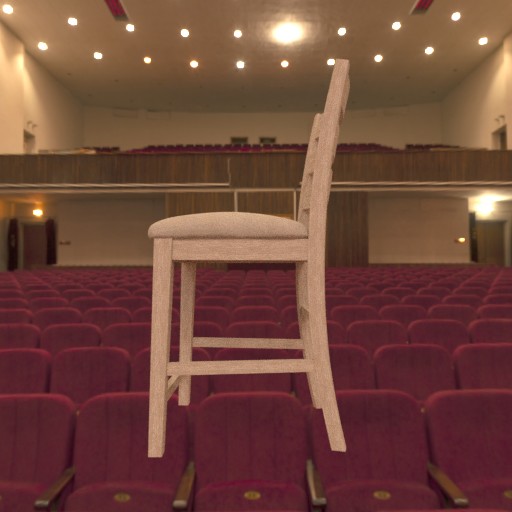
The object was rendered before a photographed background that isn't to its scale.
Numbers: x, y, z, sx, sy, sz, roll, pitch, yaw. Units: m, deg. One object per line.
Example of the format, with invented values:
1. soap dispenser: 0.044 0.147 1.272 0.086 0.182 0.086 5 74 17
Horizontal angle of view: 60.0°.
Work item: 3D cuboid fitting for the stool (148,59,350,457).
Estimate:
1. stool: 0.000 0.000 1.364 0.569 1.032 0.484 0 -2 0
